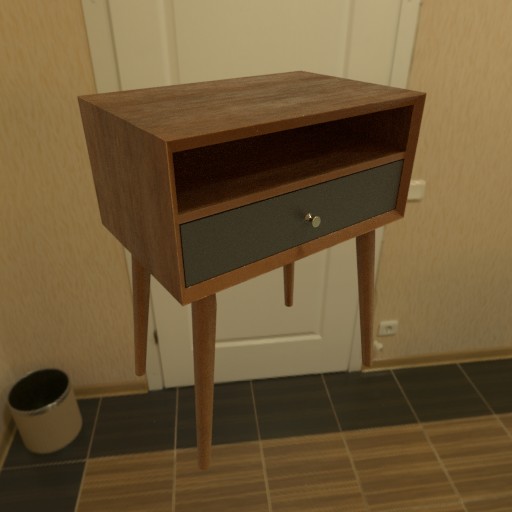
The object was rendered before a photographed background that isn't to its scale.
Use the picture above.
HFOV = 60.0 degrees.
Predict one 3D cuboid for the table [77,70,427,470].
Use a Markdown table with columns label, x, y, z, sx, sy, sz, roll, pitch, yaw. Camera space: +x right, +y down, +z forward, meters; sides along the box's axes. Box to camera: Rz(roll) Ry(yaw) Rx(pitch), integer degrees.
| label | x | y | z | sx | sy | sz | roll | pitch | yaw |
| --- | --- | --- | --- | --- | --- | --- | --- | --- | --- |
| table | 0.000 | 0.000 | 0.834 | 0.454 | 0.580 | 0.307 | -20 | 36 | -31 |
